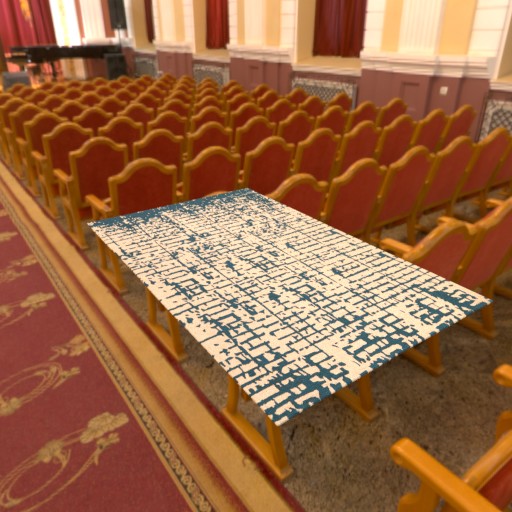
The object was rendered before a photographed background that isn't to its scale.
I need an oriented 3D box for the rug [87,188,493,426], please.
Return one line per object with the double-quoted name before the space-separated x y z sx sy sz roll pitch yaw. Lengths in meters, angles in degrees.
"rug" 0.000 0.000 2.966 1.517 0.011 2.435 -18 32 -31
